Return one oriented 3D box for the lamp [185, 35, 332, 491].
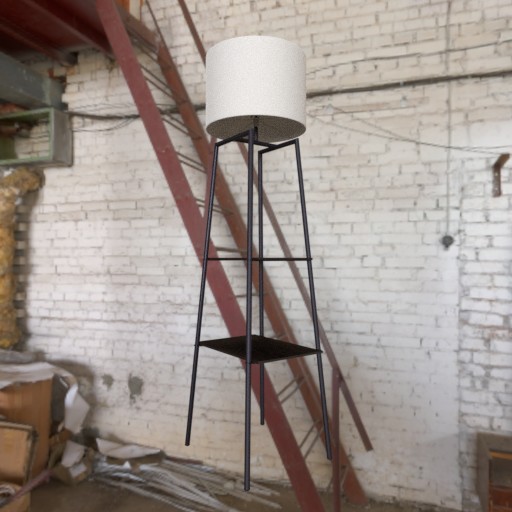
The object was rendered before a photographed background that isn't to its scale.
[{"bbox_3d":[0.000,0.000,1.667,0.384,1.474,0.427,0,0,-36],"label":"lamp"}]
